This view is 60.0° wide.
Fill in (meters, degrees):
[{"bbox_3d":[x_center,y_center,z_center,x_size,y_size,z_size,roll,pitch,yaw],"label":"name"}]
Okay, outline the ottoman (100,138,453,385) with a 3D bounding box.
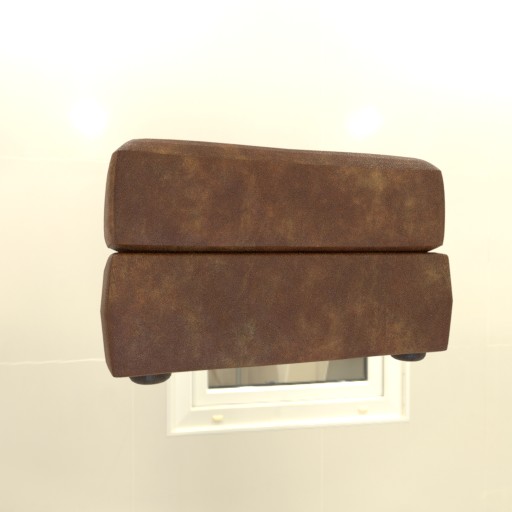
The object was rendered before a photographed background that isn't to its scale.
[{"bbox_3d":[0.000,0.000,1.145,0.751,0.476,0.603,0,1,-17],"label":"ottoman"}]
